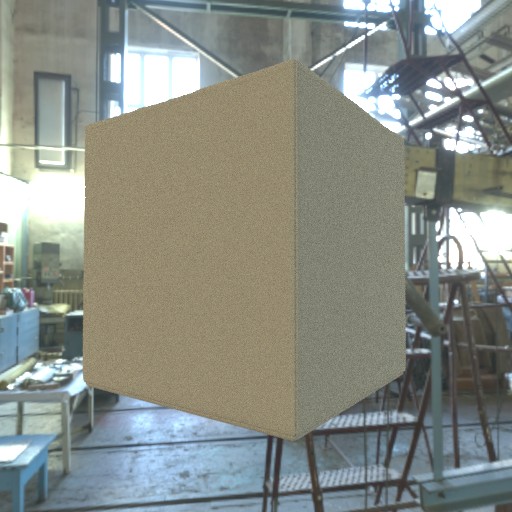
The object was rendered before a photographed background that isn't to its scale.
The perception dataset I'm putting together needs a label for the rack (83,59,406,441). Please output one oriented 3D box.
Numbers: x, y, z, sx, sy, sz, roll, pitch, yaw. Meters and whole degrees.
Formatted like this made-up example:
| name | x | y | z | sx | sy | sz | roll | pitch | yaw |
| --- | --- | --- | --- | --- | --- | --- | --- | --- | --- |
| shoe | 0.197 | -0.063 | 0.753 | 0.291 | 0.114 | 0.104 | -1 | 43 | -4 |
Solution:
| name | x | y | z | sx | sy | sz | roll | pitch | yaw |
| --- | --- | --- | --- | --- | --- | --- | --- | --- | --- |
| rack | 0.000 | 0.000 | 0.504 | 0.270 | 0.280 | 0.270 | -1 | -2 | 36 |
